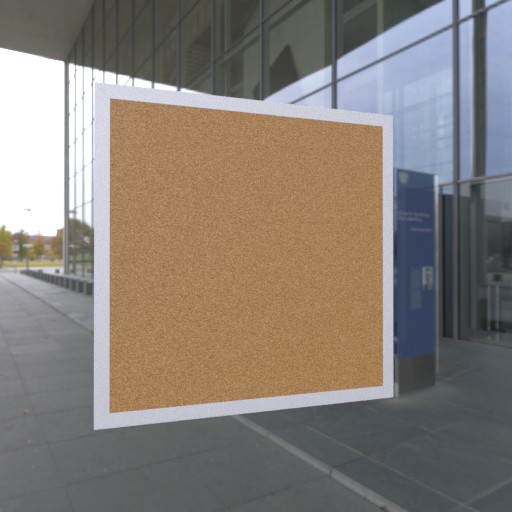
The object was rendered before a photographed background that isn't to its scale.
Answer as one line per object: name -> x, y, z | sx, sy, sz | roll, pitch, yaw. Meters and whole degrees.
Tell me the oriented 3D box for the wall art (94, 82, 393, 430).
wall art -> 0.000, 0.000, 0.742 | 0.507, 0.508, 0.038 | 0, 0, -18
